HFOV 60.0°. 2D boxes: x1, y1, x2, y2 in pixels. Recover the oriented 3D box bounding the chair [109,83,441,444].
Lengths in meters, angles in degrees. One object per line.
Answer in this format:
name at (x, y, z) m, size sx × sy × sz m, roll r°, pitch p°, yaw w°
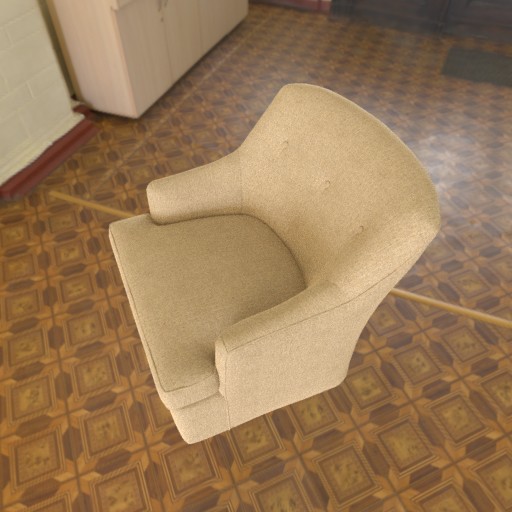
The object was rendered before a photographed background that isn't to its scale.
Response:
chair at (0.000, 0.000, 1.580) m, size 0.923 × 0.856 × 0.864 m, roll -18°, pitch 50°, yaw -16°
